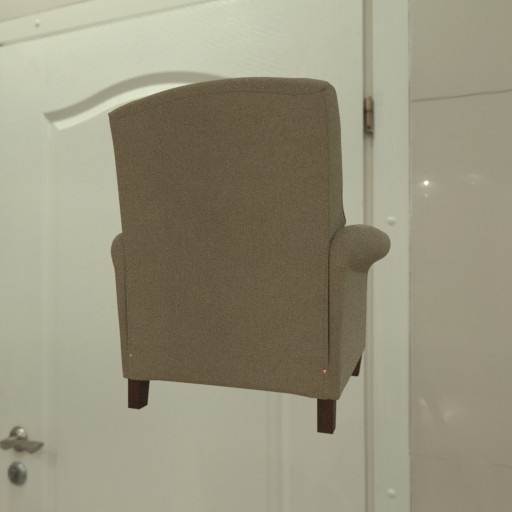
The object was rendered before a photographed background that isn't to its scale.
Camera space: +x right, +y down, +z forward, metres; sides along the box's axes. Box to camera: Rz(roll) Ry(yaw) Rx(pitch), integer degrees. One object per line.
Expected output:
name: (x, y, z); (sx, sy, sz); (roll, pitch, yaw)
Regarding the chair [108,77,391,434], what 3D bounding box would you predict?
chair: (0.000, 0.000, 1.741); (0.978, 1.061, 0.905); (0, -1, 19)
